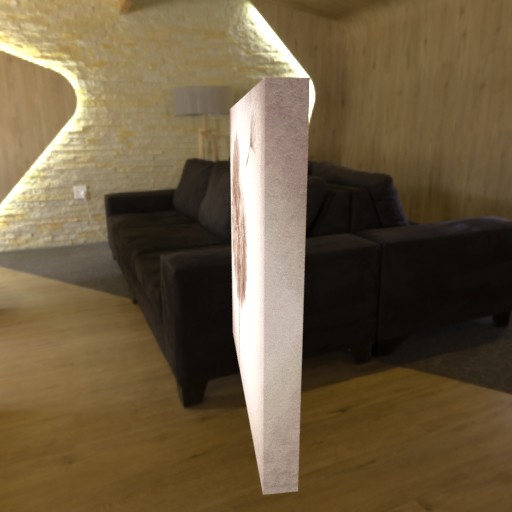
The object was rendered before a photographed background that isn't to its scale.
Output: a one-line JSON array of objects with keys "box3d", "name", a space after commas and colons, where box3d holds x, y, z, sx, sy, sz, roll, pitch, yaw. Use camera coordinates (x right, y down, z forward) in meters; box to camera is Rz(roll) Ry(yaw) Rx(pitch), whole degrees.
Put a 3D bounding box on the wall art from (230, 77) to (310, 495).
[{"box3d": [0.000, 0.000, 0.452, 0.028, 0.303, 0.303, -2, 15, -7], "name": "wall art"}]
